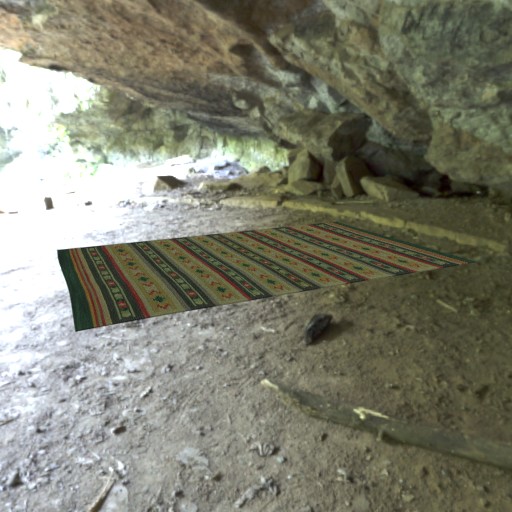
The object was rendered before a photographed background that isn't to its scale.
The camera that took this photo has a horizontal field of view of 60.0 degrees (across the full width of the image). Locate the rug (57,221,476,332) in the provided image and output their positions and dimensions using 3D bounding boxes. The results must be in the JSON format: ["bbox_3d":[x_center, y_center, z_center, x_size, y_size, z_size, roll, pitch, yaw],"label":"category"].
[{"bbox_3d":[0.000,0.000,3.032,2.447,0.011,1.520,-7,17,-25],"label":"rug"}]
